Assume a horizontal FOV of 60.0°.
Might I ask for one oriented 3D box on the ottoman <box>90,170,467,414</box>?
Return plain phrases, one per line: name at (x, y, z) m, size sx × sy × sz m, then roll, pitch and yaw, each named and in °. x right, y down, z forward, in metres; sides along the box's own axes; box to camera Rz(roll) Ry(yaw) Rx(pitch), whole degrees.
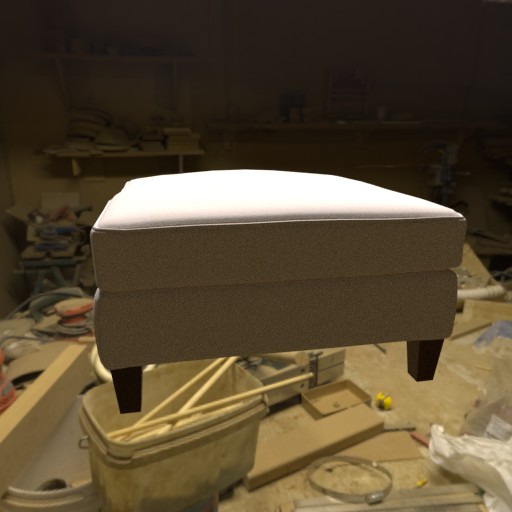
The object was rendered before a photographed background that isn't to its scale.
ottoman at (0.000, 0.000, 1.351) m, size 0.838 × 0.479 × 0.838 m, roll -3°, pitch 16°, yaw -10°
